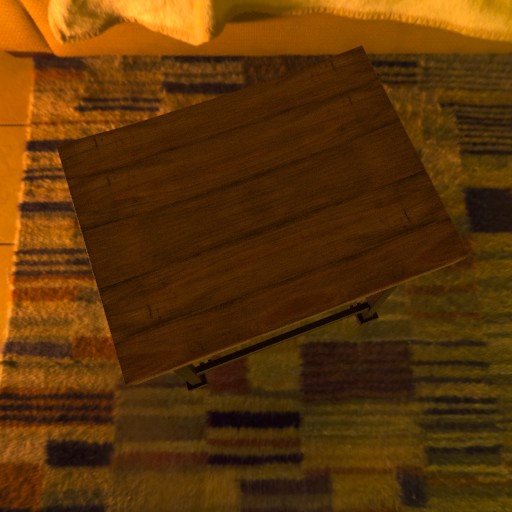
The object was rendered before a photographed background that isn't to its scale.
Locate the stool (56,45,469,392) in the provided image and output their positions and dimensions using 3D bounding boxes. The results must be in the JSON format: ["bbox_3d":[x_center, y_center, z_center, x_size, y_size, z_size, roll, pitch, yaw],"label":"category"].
[{"bbox_3d":[0.000,0.000,0.903,0.486,0.625,0.405,-20,76,-5],"label":"stool"}]
